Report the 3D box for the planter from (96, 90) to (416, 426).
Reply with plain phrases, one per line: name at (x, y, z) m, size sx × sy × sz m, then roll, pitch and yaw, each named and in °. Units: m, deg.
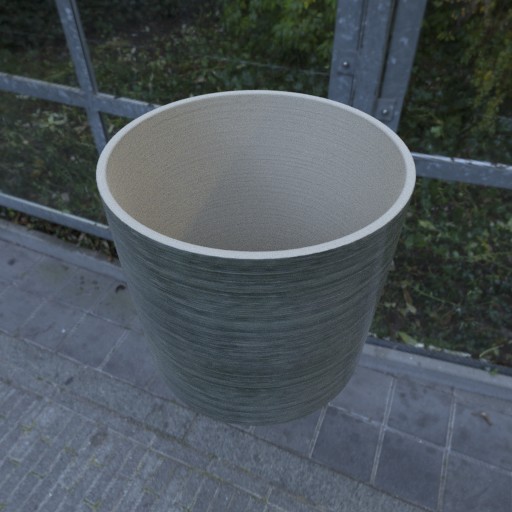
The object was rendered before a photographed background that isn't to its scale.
planter at (0.000, 0.000, 0.385) m, size 0.221 × 0.201 × 0.221 m, roll 0°, pitch 43°, yaw 0°
